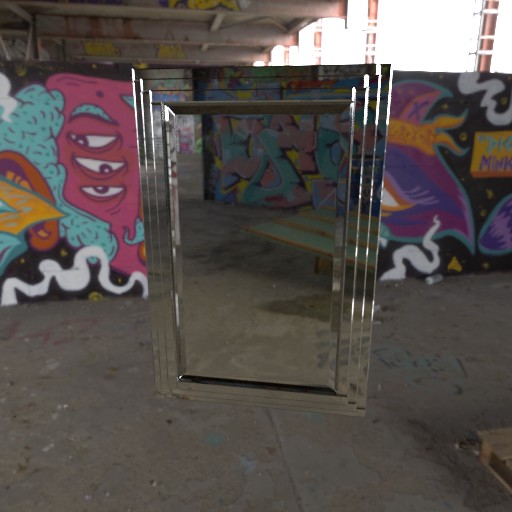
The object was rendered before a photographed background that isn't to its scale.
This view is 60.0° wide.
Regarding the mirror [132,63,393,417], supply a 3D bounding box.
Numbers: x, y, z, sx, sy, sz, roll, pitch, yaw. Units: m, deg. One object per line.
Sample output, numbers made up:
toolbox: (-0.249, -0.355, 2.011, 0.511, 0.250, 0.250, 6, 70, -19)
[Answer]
mirror: (0.000, 0.000, 1.148, 0.613, 0.914, 0.039, 3, 16, 9)
